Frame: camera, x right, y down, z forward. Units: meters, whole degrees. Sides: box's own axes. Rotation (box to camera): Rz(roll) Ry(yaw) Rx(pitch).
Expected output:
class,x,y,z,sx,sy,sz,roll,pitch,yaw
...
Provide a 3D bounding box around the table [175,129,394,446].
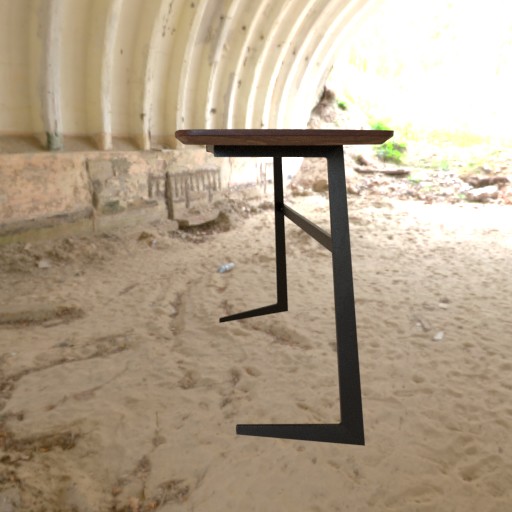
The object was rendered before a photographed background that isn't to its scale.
class,x,y,z,sx,sy,sz,roll,pitch,yaw
table,0.000,0.000,1.086,0.361,0.576,0.804,-2,15,-8
